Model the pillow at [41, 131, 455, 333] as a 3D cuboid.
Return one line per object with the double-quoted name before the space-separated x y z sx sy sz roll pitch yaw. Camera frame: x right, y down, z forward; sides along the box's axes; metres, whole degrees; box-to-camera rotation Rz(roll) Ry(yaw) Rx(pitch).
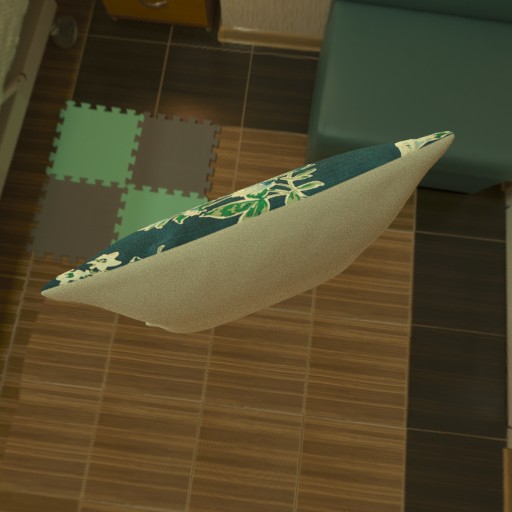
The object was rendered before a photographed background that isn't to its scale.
"pillow" 0.000 0.000 0.764 0.525 0.508 0.166 -21 77 -5
